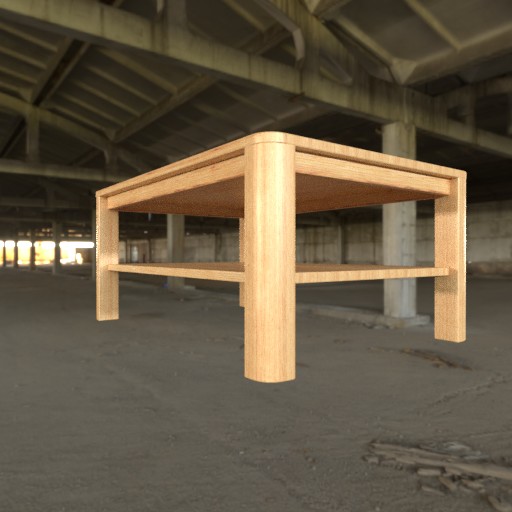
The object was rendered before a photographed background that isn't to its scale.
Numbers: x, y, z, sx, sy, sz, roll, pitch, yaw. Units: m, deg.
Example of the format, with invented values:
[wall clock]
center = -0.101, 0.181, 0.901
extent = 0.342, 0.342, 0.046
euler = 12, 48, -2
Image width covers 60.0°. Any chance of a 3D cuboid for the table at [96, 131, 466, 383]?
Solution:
[table]
center = 0.000, 0.000, 1.373
extent = 0.696, 0.445, 0.997
euler = 0, 0, -37
